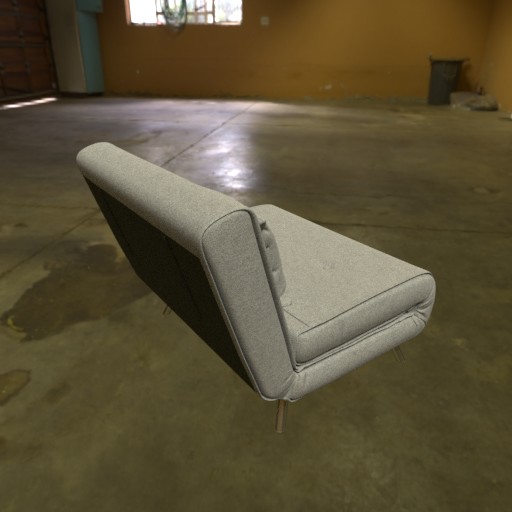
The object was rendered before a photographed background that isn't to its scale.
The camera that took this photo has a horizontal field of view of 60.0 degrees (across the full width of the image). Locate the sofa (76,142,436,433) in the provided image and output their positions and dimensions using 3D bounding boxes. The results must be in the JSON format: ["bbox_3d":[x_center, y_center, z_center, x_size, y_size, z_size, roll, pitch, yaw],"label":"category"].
[{"bbox_3d":[0.000,0.000,1.748,1.000,0.825,1.020,-17,30,-32],"label":"sofa"}]
